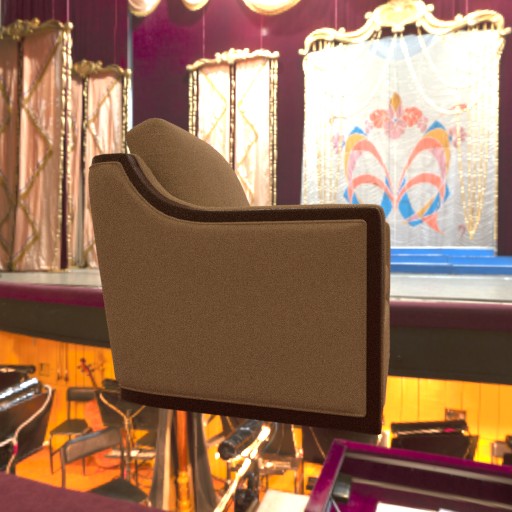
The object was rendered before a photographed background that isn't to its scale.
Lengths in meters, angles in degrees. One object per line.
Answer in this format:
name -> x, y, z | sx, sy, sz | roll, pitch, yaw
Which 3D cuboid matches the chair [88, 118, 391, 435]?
chair -> 0.000, 0.000, 1.654 | 0.950, 0.930, 0.870 | 0, 1, 18
